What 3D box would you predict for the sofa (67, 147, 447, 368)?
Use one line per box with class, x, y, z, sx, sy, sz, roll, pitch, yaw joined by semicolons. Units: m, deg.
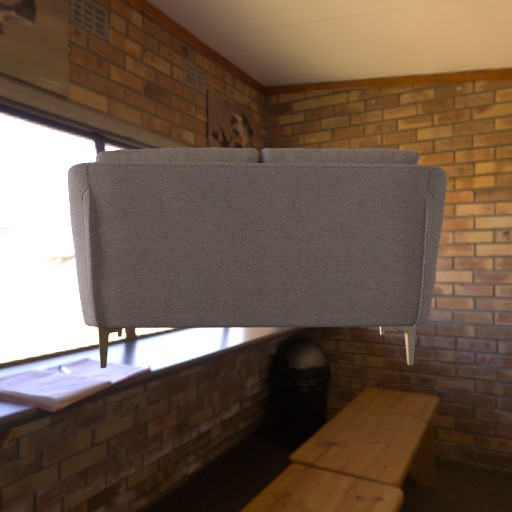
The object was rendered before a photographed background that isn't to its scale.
sofa;0.000;0.000;2.114;1.619;0.904;0.960;0;-1;-2
